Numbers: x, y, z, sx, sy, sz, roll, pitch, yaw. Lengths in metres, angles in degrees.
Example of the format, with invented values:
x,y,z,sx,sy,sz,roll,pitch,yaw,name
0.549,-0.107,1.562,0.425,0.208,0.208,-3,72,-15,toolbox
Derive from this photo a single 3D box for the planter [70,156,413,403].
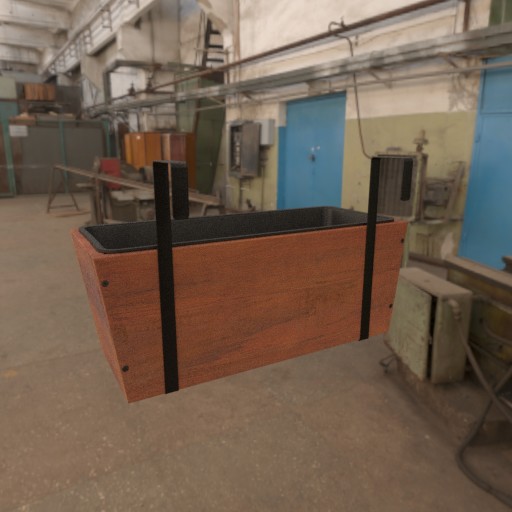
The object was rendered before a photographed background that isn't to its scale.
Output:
x,y,z,sx,sy,sz,roll,pitch,yaw,name
0.000,0.000,0.661,0.480,0.289,0.262,-8,16,-28,planter
